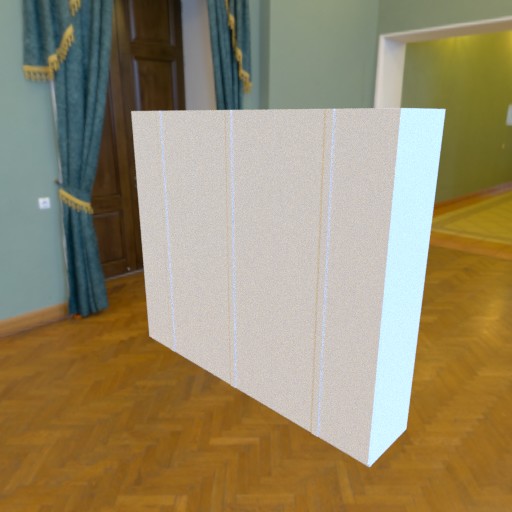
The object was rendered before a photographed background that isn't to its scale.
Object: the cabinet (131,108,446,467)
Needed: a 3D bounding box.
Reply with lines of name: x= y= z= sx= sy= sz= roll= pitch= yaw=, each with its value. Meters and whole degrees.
cabinet: x=0.000 y=0.000 z=3.797 sx=2.700 sy=2.370 sz=0.590 roll=16 pitch=24 yaw=42
